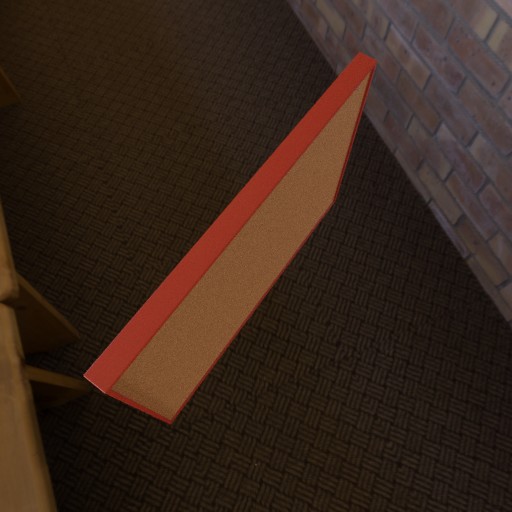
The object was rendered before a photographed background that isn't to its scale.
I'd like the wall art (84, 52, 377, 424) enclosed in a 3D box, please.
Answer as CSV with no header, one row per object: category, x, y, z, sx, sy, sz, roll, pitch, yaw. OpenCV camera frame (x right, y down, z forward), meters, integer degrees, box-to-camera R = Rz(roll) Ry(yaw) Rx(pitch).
wall art,0.000,0.000,0.766,0.033,0.405,0.607,33,69,14
